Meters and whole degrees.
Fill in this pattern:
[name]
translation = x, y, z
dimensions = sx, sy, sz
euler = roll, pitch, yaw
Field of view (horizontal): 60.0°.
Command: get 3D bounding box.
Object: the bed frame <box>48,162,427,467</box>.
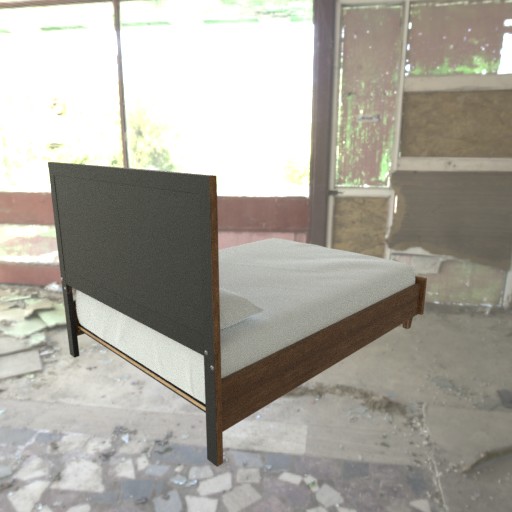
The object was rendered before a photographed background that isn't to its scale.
[bed frame]
translation = 0.000, 0.000, 3.362
dimensions = 1.696, 1.417, 2.276
euler = 14, 20, 43
